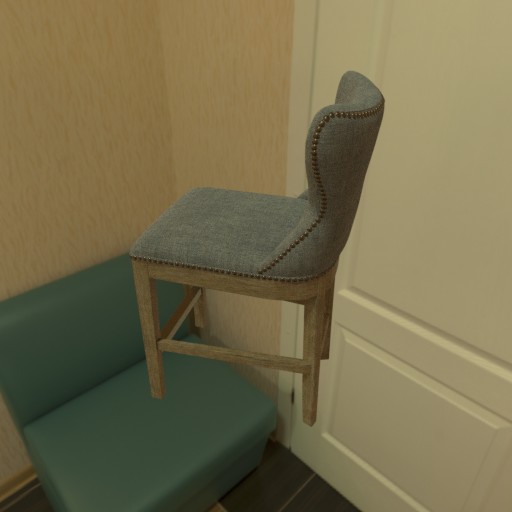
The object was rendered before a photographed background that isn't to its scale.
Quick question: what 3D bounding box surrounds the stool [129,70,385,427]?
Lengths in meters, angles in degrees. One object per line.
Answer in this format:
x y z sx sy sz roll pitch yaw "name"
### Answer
0.000 0.000 1.315 0.608 0.981 0.498 9 33 14 "stool"
